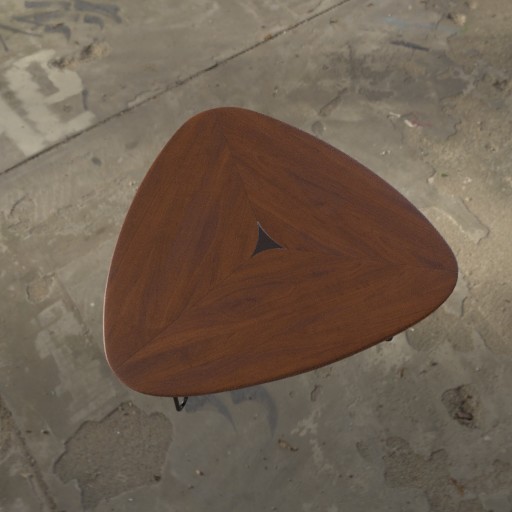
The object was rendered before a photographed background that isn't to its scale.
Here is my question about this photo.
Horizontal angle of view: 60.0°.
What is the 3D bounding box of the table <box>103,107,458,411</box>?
[{"bbox_3d":[0.000,0.000,1.298,0.833,0.413,0.821,-16,61,-9],"label":"table"}]
